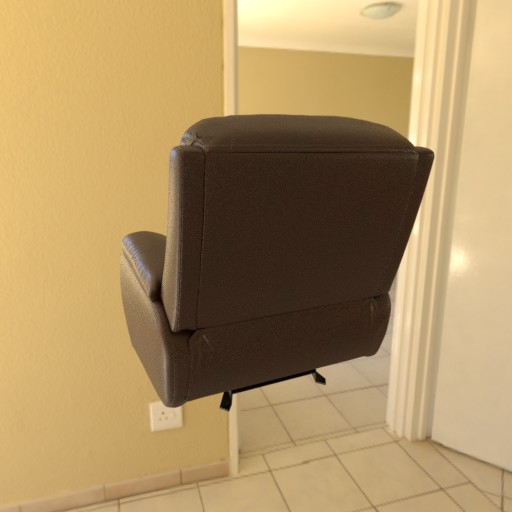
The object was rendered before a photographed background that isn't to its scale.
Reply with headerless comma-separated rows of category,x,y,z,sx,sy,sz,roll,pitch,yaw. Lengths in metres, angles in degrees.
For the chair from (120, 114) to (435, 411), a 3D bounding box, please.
chair,0.000,0.000,1.726,0.930,1.011,0.899,-7,15,-26
